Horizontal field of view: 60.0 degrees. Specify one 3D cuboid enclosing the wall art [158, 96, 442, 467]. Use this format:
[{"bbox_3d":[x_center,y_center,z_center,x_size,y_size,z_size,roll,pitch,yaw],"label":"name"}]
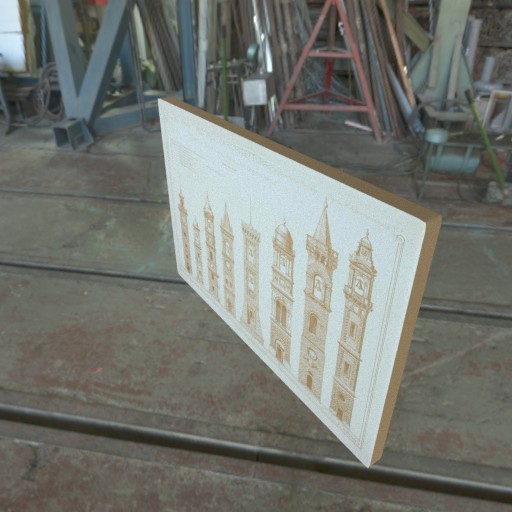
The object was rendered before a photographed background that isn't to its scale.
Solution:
[{"bbox_3d":[0.000,0.000,0.469,0.019,0.254,0.380,-21,38,-29],"label":"wall art"}]
